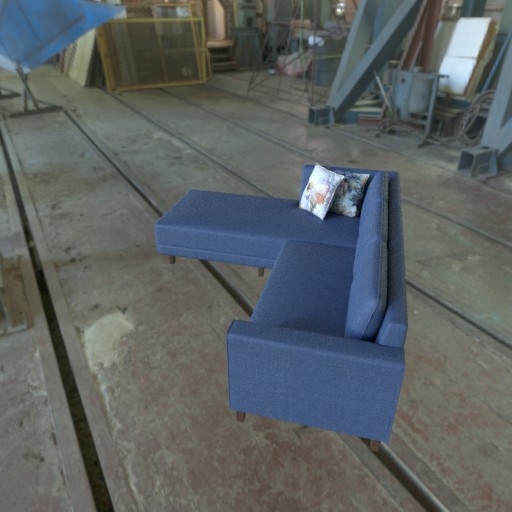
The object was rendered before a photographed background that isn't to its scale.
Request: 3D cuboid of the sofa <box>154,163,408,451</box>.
[{"bbox_3d":[0.000,0.000,3.008,1.829,0.787,2.120,7,31,13],"label":"sofa"}]
